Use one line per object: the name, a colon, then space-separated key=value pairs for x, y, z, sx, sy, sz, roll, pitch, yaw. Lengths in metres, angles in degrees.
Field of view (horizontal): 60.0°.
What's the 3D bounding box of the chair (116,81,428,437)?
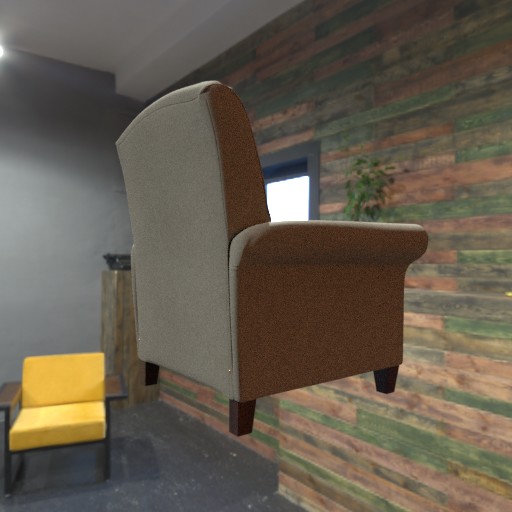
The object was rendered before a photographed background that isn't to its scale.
chair: x=0.000 y=0.000 z=1.770 sx=0.905 sy=1.061 sz=0.978 roll=1 pitch=-1 yaw=-37
